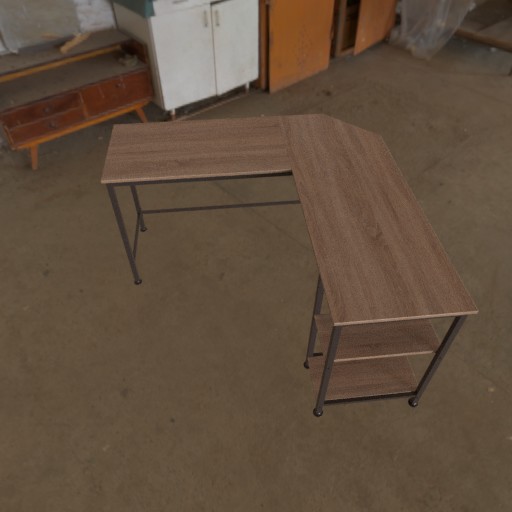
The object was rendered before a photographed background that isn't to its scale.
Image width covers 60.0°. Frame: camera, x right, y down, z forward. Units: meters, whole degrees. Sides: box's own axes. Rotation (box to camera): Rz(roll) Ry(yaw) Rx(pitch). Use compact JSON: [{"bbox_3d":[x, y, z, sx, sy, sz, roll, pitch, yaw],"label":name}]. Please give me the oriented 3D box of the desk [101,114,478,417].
[{"bbox_3d":[0.000,0.000,2.199,1.379,0.739,1.379,-4,46,-4],"label":"desk"}]
